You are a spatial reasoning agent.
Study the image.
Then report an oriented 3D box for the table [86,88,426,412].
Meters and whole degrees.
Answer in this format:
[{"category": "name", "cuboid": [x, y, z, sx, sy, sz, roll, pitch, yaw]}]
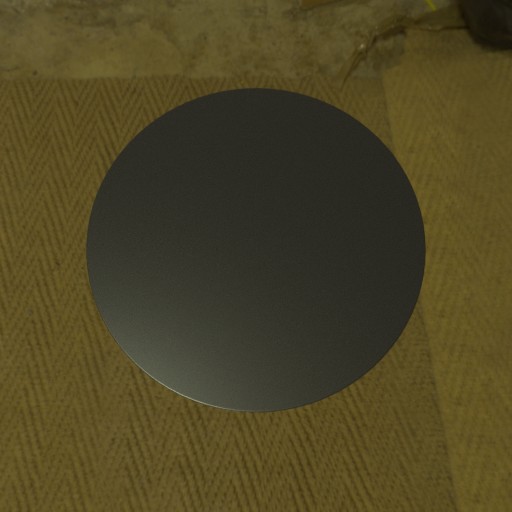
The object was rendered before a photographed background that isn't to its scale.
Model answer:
[{"category": "table", "cuboid": [0.000, 0.000, 1.417, 0.914, 0.457, 0.914, 0, 75, 0]}]
